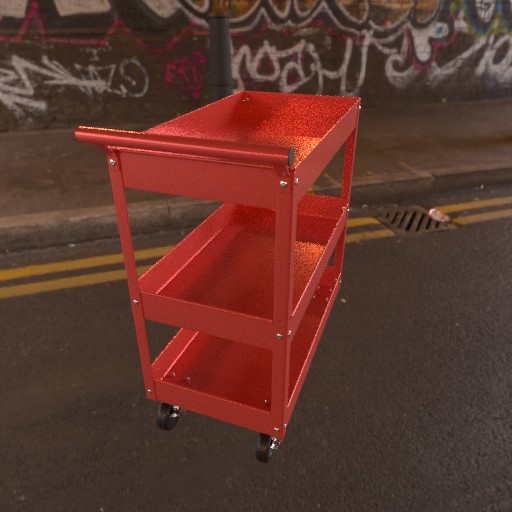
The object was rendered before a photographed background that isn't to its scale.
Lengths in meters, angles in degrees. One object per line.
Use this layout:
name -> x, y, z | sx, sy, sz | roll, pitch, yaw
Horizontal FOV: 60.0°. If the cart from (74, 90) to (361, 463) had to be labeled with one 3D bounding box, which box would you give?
cart -> 0.000, 0.000, 1.145 | 0.366, 0.780, 0.719 | 10, 31, 18
